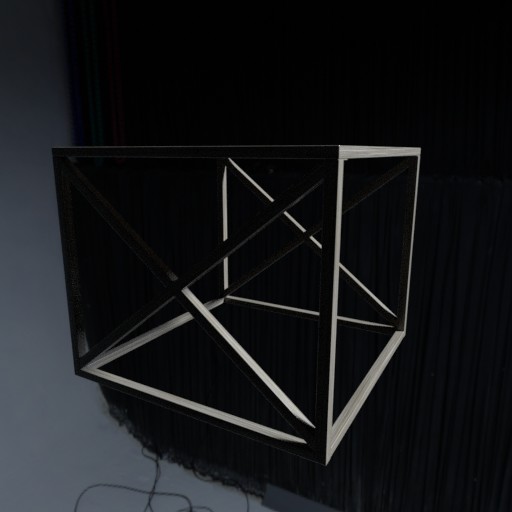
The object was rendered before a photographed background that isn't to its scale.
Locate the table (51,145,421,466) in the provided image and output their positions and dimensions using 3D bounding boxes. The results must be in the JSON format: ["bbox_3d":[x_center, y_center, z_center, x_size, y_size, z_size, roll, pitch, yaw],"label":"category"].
[{"bbox_3d":[0.000,0.000,1.068,0.611,0.507,0.609,8,15,29],"label":"table"}]
